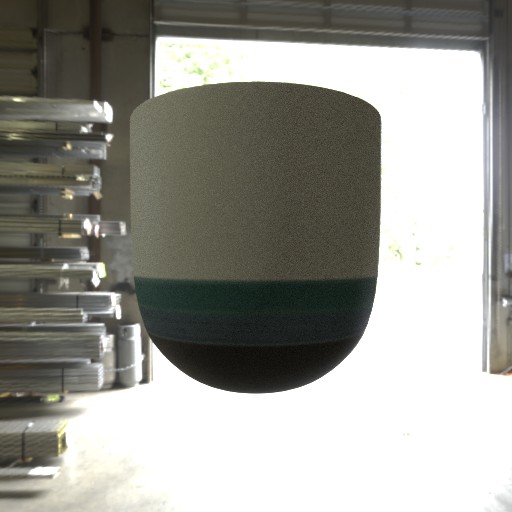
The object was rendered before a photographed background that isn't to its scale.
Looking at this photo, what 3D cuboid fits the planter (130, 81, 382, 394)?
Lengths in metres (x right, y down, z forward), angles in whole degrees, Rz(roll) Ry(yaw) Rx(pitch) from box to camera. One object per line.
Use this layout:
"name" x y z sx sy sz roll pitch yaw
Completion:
"planter" 0.000 0.000 0.372 0.204 0.214 0.204 0 0 0
